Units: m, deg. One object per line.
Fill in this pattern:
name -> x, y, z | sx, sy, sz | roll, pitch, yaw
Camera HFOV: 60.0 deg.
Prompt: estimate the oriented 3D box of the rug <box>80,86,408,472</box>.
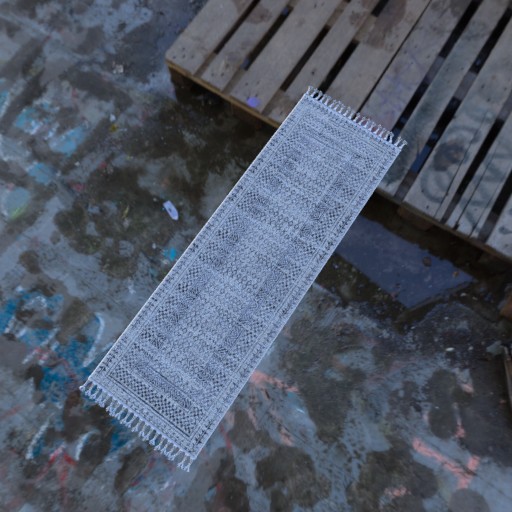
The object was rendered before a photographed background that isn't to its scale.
rug -> 0.000, 0.000, 2.752 | 0.786, 0.013, 2.480 | 34, 77, 9
